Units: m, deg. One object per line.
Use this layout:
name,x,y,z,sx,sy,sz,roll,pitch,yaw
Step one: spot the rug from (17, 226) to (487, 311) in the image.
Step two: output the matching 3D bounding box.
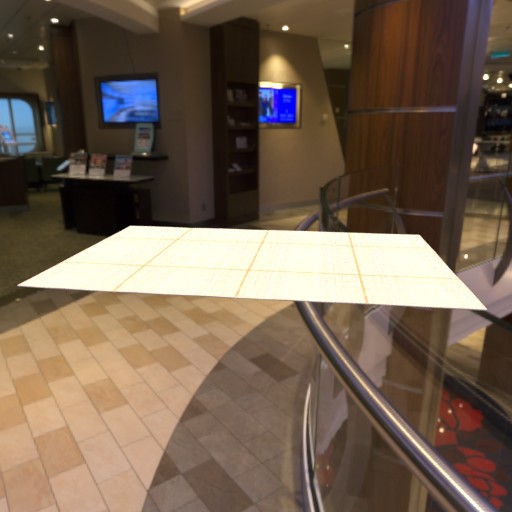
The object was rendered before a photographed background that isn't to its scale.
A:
rug,0.000,0.000,3.000,2.442,0.016,1.527,2,16,8
